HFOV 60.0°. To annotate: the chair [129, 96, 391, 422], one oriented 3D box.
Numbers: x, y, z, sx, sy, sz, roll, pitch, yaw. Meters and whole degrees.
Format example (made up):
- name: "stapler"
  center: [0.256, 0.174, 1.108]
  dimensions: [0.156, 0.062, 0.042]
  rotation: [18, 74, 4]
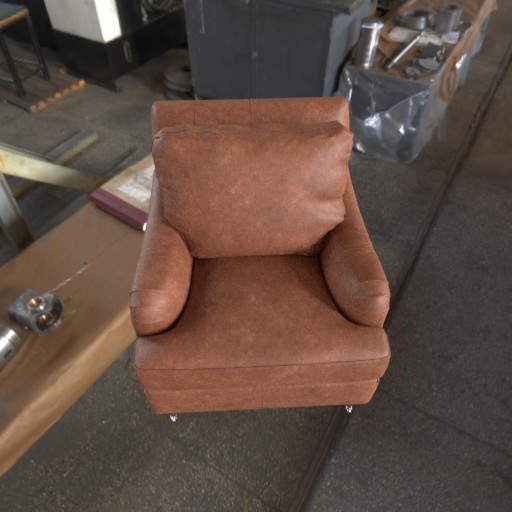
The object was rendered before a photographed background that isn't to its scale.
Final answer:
- name: "chair"
  center: [0.000, 0.000, 1.988]
  dimensions: [0.986, 1.055, 1.158]
  rotation: [-2, 47, -2]
